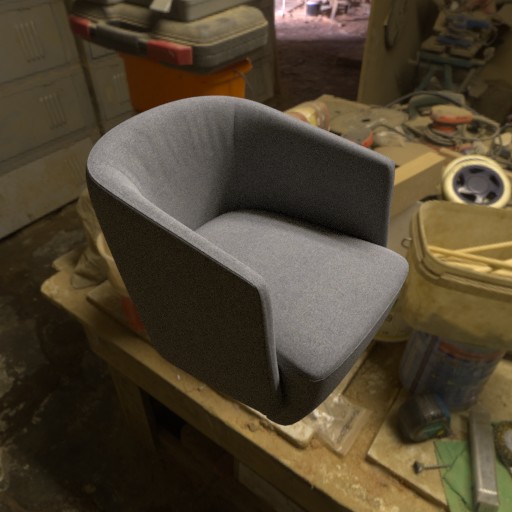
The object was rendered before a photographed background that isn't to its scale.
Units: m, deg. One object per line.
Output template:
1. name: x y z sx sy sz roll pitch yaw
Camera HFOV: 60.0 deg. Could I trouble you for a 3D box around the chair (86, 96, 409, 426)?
1. chair: 0.000 0.000 1.616 0.986 0.861 0.822 26 47 28
